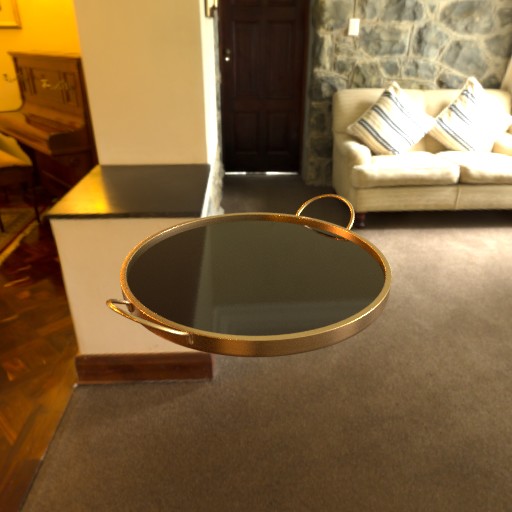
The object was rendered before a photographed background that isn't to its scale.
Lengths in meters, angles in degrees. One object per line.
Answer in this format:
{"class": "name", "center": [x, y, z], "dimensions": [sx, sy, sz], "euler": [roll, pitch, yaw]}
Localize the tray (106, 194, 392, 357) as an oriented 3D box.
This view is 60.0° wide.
{"class": "tray", "center": [0.000, 0.000, 0.737], "dimensions": [0.438, 0.069, 0.543], "euler": [19, 32, 33]}
